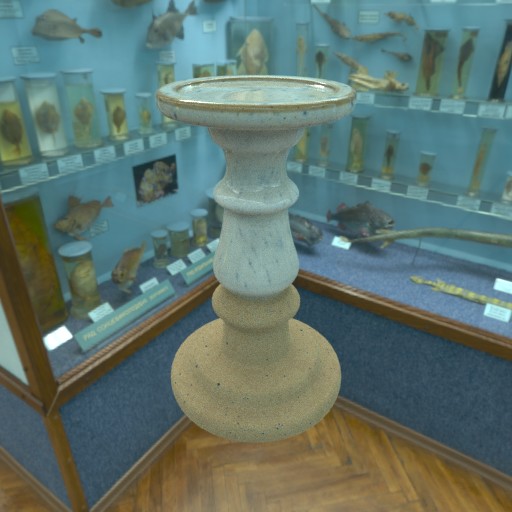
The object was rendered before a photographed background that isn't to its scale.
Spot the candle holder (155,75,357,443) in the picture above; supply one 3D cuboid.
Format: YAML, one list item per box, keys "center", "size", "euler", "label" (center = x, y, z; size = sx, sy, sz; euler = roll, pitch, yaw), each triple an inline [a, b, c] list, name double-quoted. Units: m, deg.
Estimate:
- center: [0.000, 0.000, 0.280]
  size: [0.123, 0.202, 0.123]
  euler: [0, 29, 0]
  label: "candle holder"
